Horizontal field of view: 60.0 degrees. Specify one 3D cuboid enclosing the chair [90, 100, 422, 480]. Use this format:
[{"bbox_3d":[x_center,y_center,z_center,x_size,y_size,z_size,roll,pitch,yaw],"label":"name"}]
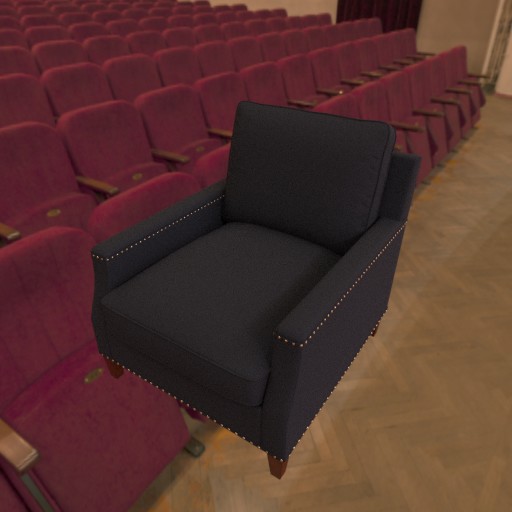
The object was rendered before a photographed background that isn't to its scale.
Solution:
[{"bbox_3d":[0.000,0.000,1.685,0.853,0.943,1.014,19,36,28],"label":"chair"}]
